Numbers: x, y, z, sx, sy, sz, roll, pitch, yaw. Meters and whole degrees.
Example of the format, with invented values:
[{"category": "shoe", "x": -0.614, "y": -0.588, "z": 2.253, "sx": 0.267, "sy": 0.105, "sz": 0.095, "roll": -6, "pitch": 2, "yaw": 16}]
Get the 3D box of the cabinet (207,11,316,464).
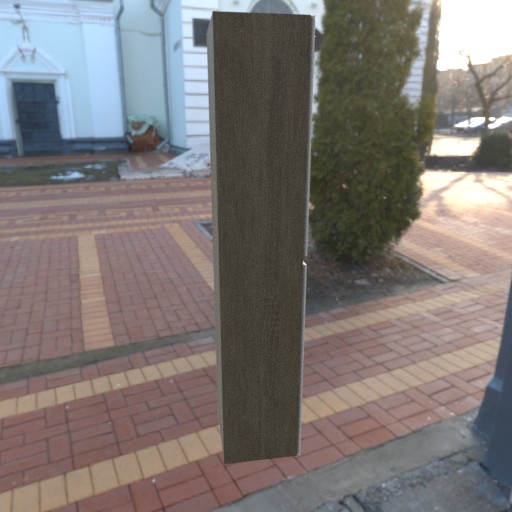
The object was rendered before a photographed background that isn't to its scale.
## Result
[{"category": "cabinet", "x": 0.000, "y": 0.000, "z": 1.489, "sx": 0.270, "sy": 1.400, "sz": 0.300, "roll": -3, "pitch": 17, "yaw": -9}]
